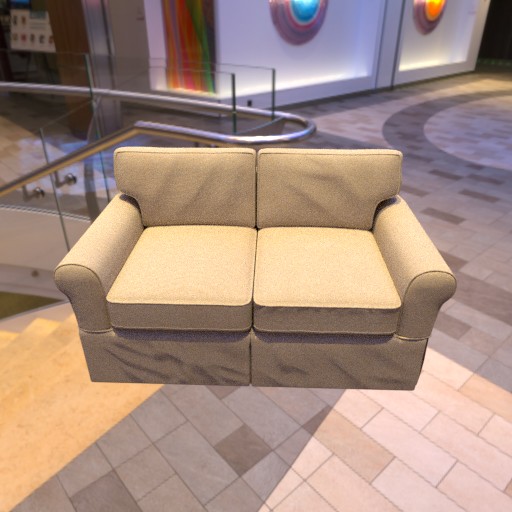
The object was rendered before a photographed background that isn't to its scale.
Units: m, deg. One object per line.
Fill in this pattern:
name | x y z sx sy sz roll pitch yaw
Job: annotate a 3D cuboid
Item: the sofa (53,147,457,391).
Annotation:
sofa | 0.000 0.000 2.342 1.727 0.940 0.991 1 30 2
